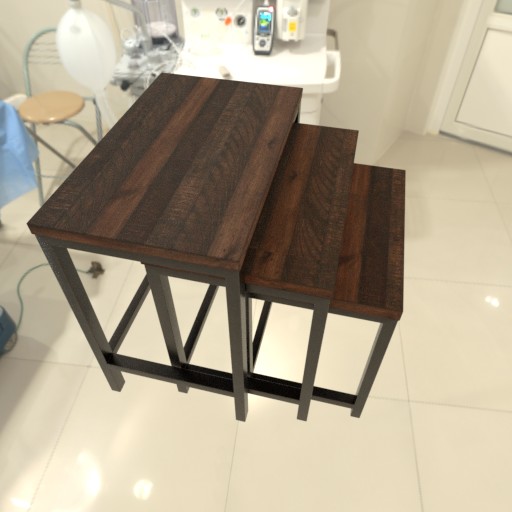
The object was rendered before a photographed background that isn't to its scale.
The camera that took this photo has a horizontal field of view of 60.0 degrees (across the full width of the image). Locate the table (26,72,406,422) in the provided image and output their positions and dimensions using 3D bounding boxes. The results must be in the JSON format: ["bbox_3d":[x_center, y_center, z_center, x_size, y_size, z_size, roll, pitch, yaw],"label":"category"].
[{"bbox_3d":[0.000,0.000,1.128,0.660,0.616,0.608,10,47,9],"label":"table"}]
